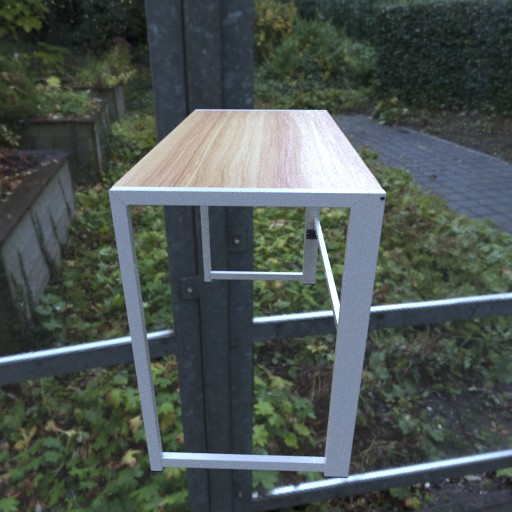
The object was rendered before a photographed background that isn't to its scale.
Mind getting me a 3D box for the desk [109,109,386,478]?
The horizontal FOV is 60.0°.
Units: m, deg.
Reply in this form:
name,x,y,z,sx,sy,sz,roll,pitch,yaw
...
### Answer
name,x,y,z,sx,sy,sz,roll,pitch,yaw
desk,0.000,0.000,1.428,0.508,0.762,1.016,1,26,2
